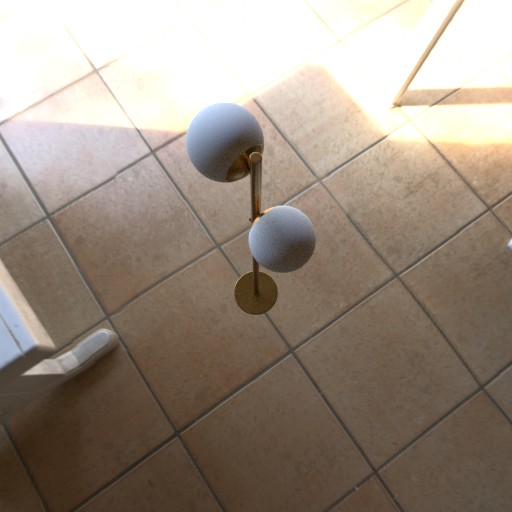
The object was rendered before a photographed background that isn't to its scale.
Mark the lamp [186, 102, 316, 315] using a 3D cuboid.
[{"bbox_3d":[0.000,0.000,1.755,0.249,1.641,0.419,-40,78,-10],"label":"lamp"}]
